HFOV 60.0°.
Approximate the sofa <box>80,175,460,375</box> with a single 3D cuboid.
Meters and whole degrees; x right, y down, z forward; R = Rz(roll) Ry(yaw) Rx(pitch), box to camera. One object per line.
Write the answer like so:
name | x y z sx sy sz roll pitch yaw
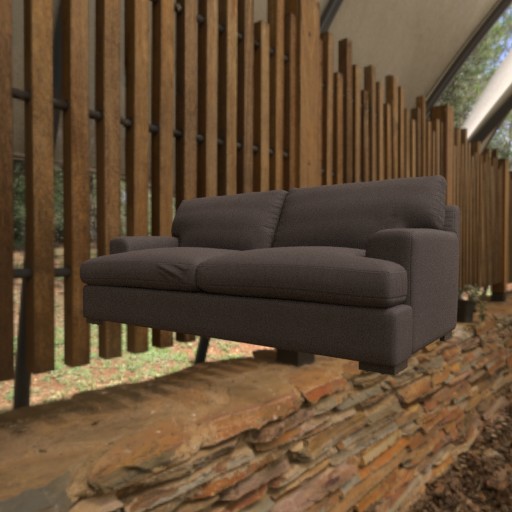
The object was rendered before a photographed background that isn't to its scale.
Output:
sofa | 0.000 0.000 2.848 2.271 0.950 1.140 1 1 37
